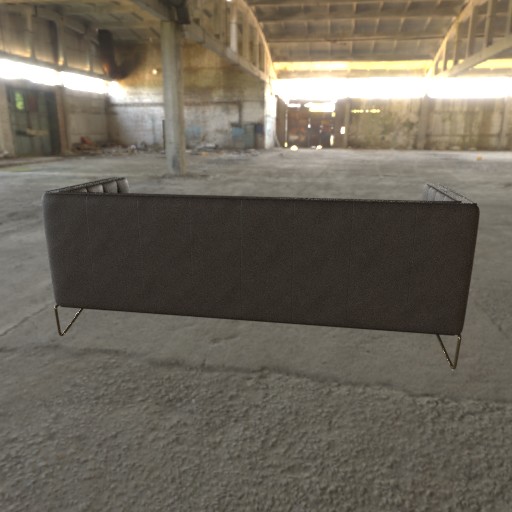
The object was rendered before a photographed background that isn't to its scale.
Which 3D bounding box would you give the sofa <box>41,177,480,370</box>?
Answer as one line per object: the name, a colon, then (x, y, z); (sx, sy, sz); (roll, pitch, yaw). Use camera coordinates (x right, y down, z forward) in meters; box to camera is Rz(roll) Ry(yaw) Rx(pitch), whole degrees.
sofa: (0.000, 0.000, 2.520); (2.087, 0.789, 0.867); (3, 16, 10)
